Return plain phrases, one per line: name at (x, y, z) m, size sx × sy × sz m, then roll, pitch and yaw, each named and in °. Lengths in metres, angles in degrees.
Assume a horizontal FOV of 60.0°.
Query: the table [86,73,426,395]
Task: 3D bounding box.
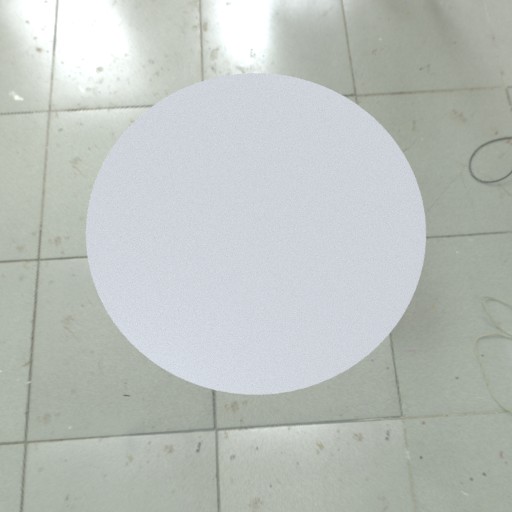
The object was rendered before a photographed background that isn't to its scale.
table at (0.000, 0.000, 1.538) m, size 0.896 × 0.762 × 0.896 m, roll 0°, pitch 74°, yaw 0°
